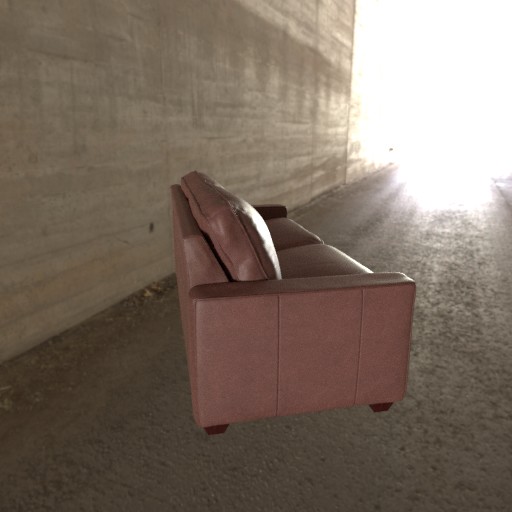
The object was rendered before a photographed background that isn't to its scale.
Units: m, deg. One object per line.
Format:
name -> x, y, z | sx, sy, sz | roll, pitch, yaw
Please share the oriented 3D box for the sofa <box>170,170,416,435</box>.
sofa -> 0.000, 0.000, 2.671 | 0.940, 0.919, 2.080 | -3, 16, -12
